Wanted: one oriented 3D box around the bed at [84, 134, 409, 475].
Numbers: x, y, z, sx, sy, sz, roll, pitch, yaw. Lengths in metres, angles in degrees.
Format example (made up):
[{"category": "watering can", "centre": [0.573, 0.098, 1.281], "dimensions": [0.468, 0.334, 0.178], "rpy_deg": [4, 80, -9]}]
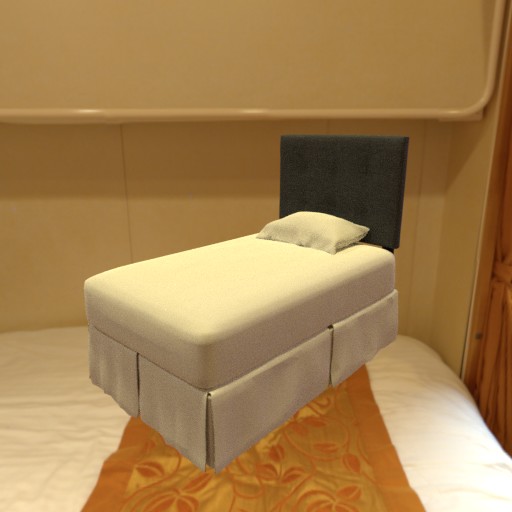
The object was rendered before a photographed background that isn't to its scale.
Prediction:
[{"category": "bed", "centre": [0.000, 0.000, 3.006], "dimensions": [1.261, 1.571, 1.997], "rpy_deg": [14, 21, 41]}]
